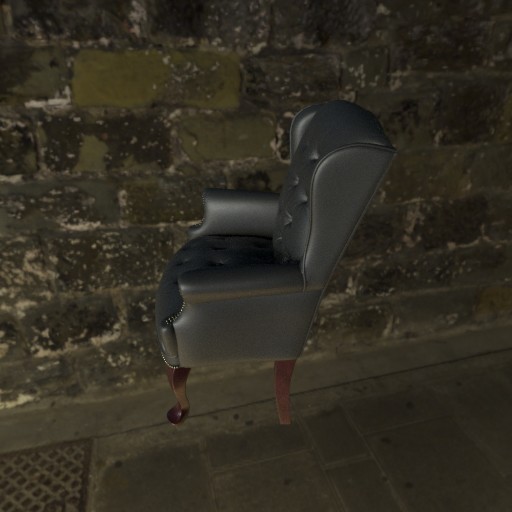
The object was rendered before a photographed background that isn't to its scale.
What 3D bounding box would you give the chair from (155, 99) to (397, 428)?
[{"bbox_3d":[0.000,0.000,1.682,0.762,1.111,0.838,0,27,-1],"label":"chair"}]
